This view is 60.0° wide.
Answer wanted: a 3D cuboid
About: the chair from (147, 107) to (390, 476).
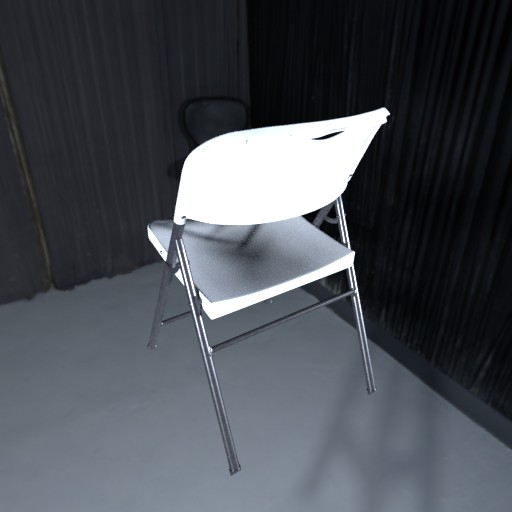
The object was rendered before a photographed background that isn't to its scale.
[{"bbox_3d":[0.000,0.000,1.171,0.494,0.810,0.566,-18,34,-28],"label":"chair"}]
